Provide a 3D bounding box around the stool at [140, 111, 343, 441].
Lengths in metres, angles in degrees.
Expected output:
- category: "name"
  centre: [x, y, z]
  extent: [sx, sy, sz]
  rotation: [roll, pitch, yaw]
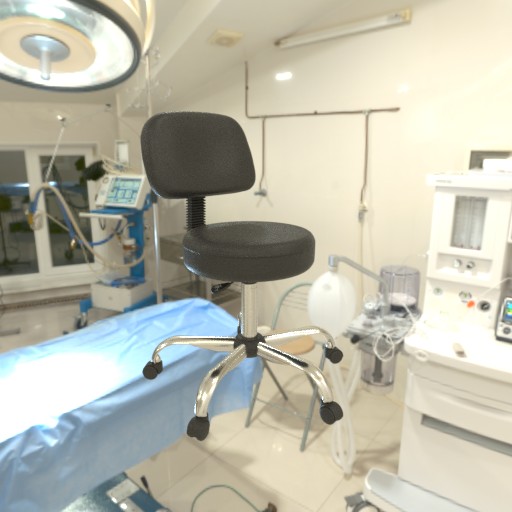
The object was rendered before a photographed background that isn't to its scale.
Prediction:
- category: "stool"
  centre: [0.000, 0.000, 1.348]
  extent: [0.648, 0.862, 0.673]
  rotation: [14, 20, 43]
